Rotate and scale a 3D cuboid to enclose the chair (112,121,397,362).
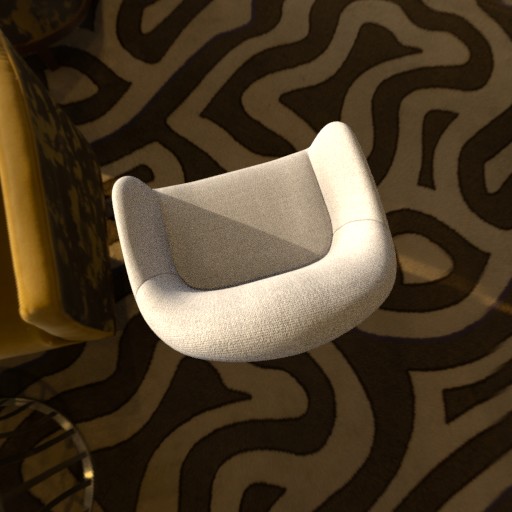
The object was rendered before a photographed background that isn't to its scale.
[{"bbox_3d":[0.000,0.000,1.196,0.590,0.795,0.550,-16,77,-4],"label":"chair"}]
